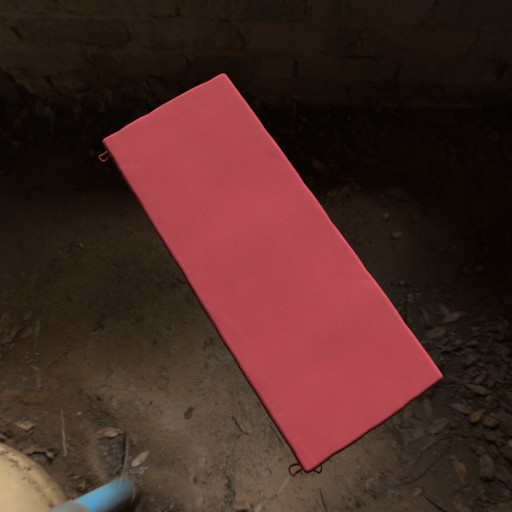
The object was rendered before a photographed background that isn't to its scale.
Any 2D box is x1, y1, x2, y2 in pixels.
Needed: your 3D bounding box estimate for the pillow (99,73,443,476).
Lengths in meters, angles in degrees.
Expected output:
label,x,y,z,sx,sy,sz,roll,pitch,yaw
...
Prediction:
label,x,y,z,sx,sy,sz,roll,pitch,yaw
pillow,0.000,0.000,1.314,0.492,0.081,1.187,-32,78,-8
